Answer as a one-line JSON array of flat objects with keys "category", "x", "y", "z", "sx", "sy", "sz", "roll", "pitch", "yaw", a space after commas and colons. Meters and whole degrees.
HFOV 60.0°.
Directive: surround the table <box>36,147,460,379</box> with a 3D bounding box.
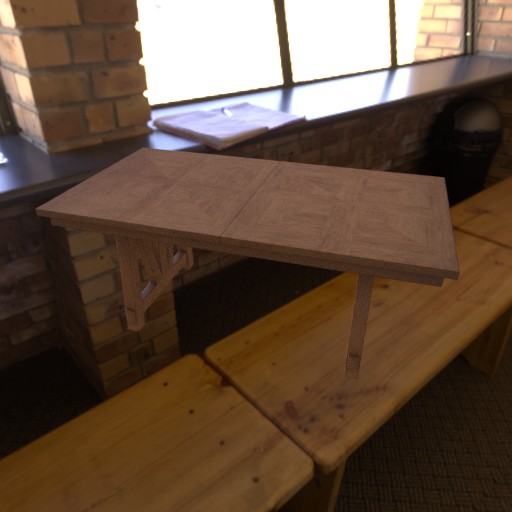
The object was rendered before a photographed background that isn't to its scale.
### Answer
[{"category": "table", "x": 0.000, "y": 0.000, "z": 2.480, "sx": 1.881, "sy": 0.768, "sz": 1.016, "roll": 9, "pitch": 32, "yaw": 15}]
